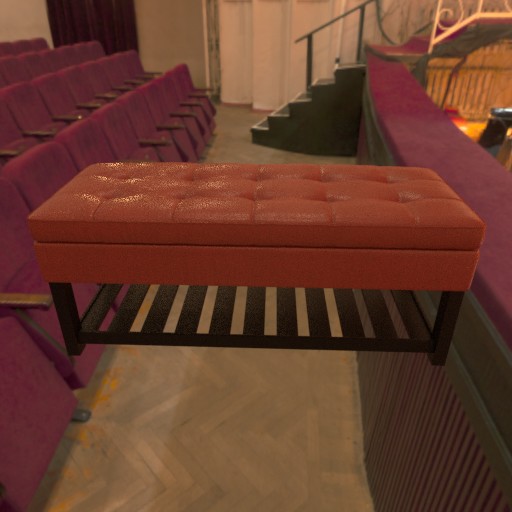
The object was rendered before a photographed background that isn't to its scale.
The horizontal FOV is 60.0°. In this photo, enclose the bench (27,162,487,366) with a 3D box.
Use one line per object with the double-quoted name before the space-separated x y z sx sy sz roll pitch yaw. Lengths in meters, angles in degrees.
"bench" 0.000 0.000 1.328 1.105 0.460 0.432 1 29 2
